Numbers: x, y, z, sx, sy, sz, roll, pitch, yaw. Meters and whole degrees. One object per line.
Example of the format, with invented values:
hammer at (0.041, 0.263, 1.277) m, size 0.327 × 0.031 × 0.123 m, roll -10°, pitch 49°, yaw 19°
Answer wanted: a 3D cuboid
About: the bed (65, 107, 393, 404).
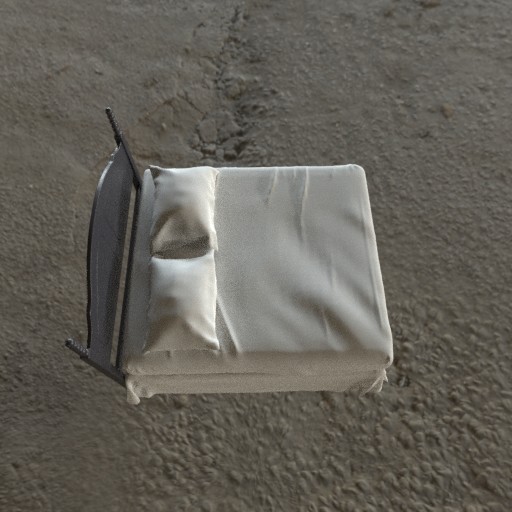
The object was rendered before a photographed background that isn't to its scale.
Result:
bed at (0.000, 0.000, 3.255) m, size 2.040 × 1.356 × 1.873 m, roll -1°, pitch 64°, yaw 0°
